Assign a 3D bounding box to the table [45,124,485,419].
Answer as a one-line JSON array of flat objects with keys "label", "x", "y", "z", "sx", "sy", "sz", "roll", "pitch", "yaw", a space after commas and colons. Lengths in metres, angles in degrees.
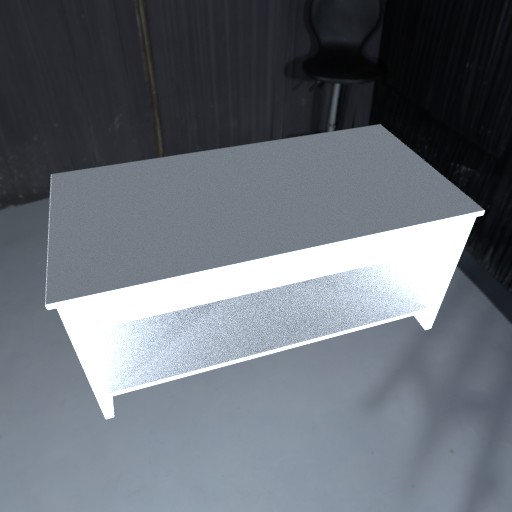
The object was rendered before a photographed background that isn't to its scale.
[{"label": "table", "x": 0.000, "y": 0.000, "z": 1.278, "sx": 1.000, "sy": 0.441, "sz": 0.500, "roll": -12, "pitch": 43, "yaw": -13}]
